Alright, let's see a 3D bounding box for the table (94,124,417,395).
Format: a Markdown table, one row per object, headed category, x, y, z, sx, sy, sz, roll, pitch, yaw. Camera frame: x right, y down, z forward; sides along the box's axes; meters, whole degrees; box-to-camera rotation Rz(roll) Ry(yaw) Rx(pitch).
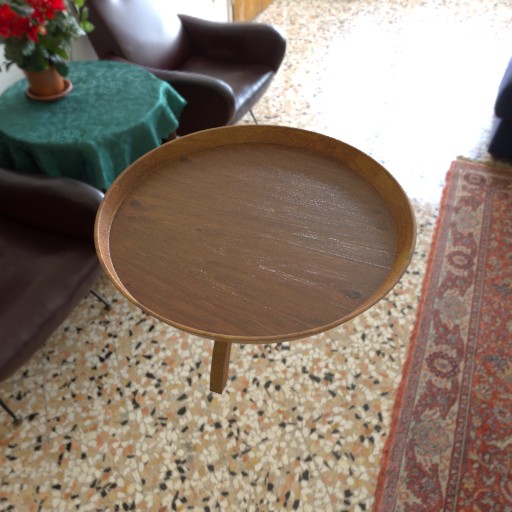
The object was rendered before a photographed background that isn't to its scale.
| category | x | y | z | sx | sy | sz | roll | pitch | yaw |
| --- | --- | --- | --- | --- | --- | --- | --- | --- | --- |
| table | 0.000 | 0.000 | 1.606 | 1.016 | 0.470 | 1.016 | 0 | 48 | 0 |
